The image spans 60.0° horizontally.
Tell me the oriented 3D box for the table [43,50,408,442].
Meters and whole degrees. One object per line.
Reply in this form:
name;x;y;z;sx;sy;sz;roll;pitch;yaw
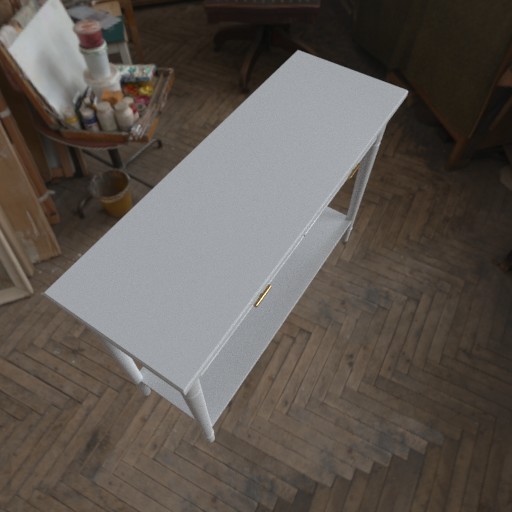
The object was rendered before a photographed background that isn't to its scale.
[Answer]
table;0.000;0.000;1.436;0.381;0.749;1.067;29;61;18
